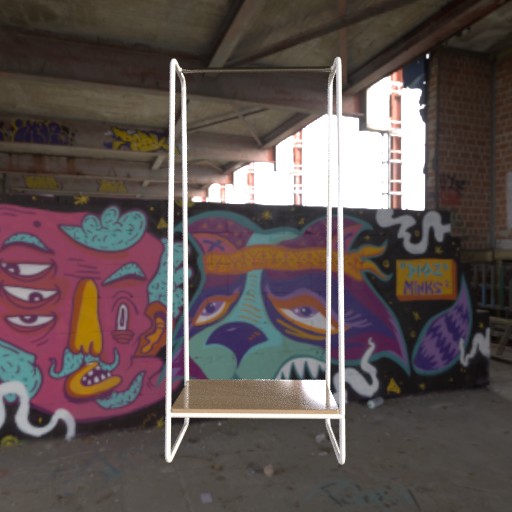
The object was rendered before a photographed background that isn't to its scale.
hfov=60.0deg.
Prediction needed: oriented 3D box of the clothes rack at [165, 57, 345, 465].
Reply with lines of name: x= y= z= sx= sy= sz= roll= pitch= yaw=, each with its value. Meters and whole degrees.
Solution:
clothes rack: x=0.000 y=0.000 z=1.761 sx=0.640 sy=1.500 sz=0.400 roll=0 pitch=0 yaw=1
